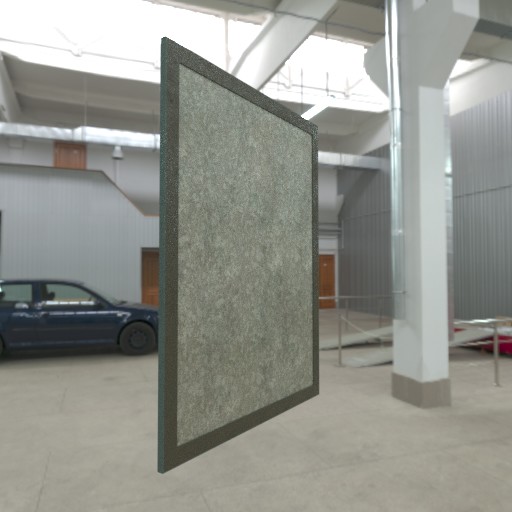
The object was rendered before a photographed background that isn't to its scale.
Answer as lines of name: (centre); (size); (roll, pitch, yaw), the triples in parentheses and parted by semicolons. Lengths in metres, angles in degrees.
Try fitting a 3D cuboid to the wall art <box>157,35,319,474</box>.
wall art: (0.000, 0.000, 1.317); (0.030, 0.983, 0.767); (-1, -2, 35)
